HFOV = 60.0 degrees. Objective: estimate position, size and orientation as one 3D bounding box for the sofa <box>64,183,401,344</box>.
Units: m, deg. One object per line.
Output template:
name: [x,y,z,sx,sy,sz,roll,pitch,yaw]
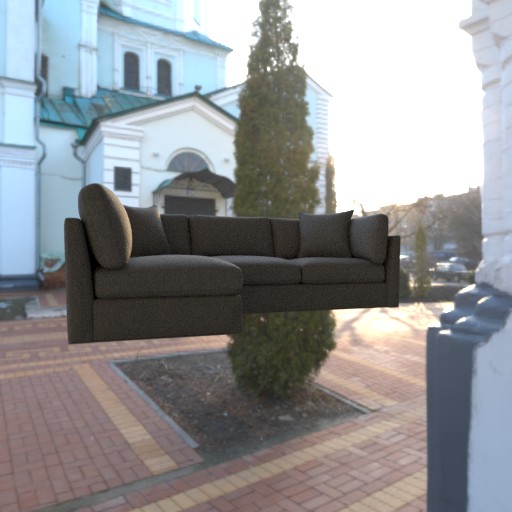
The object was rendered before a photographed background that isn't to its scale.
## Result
sofa: [0.000,0.000,3.794,2.896,0.978,1.994,0,0,-19]
